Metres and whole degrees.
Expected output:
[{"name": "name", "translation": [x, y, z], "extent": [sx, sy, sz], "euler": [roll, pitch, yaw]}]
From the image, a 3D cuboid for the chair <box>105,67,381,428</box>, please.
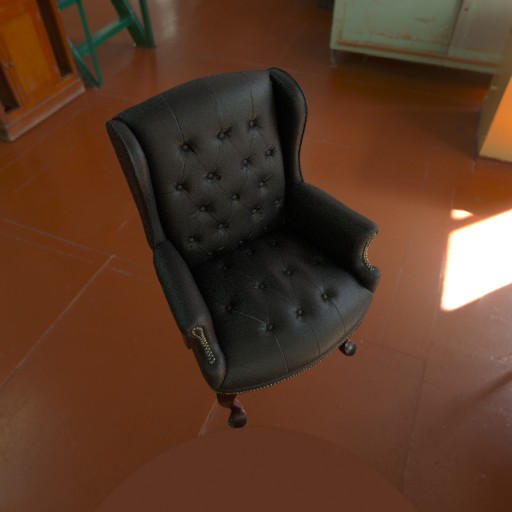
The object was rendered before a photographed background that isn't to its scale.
[{"name": "chair", "translation": [0.000, 0.000, 1.707], "extent": [0.831, 1.133, 0.822], "euler": [-26, 52, -22]}]
